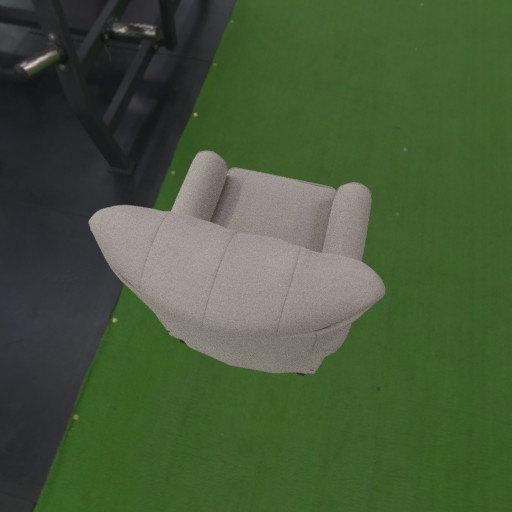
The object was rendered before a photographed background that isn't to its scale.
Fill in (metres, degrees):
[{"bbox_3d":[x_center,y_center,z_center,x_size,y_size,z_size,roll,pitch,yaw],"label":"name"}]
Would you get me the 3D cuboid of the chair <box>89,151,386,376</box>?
[{"bbox_3d":[0.000,0.000,1.946,0.942,1.209,1.025,14,64,7],"label":"chair"}]
